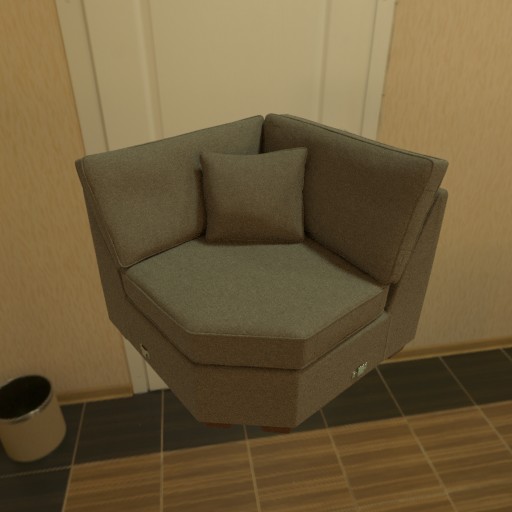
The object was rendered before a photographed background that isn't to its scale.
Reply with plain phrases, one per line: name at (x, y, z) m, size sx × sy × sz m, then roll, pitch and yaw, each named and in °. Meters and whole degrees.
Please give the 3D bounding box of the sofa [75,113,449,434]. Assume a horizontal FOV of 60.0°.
sofa at (0.000, 0.000, 1.857) m, size 1.050 × 0.951 × 1.042 m, roll -22°, pitch 37°, yaw -33°
